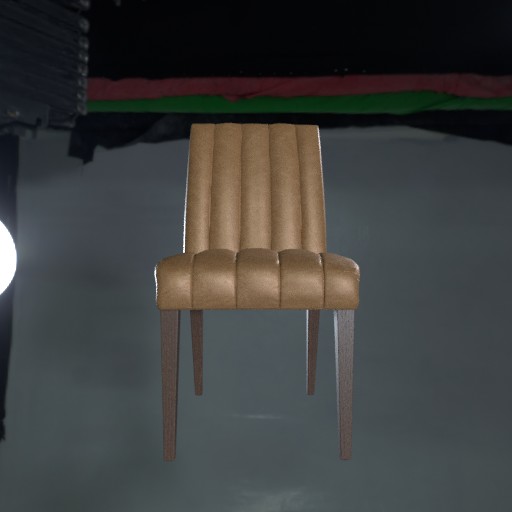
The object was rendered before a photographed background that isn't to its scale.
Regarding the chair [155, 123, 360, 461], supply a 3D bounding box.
[{"bbox_3d":[0.000,0.000,1.375,0.511,1.016,0.647,0,-2,-1],"label":"chair"}]
